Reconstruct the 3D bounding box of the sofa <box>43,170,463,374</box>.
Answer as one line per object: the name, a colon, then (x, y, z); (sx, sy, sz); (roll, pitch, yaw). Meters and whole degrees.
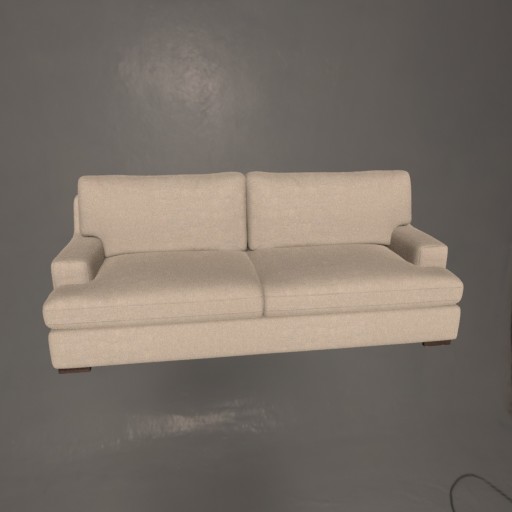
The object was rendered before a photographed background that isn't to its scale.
sofa: (0.000, 0.000, 2.799); (2.354, 0.980, 0.962); (-2, 18, -8)
